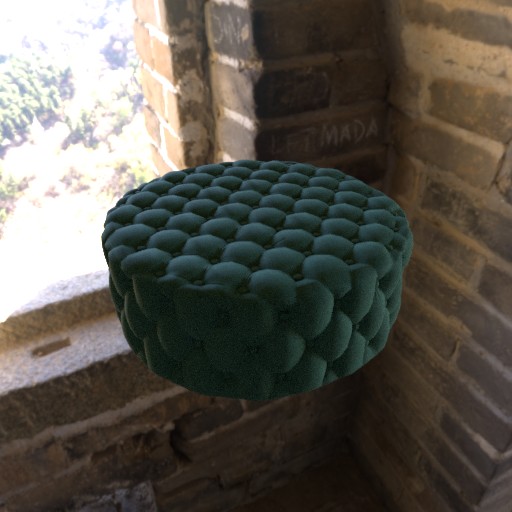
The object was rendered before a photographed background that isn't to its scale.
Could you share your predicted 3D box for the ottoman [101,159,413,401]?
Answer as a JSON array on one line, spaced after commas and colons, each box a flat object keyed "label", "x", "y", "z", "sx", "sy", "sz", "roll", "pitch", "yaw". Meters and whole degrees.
[{"label": "ottoman", "x": 0.000, "y": 0.000, "z": 1.538, "sx": 0.998, "sy": 0.399, "sz": 0.998, "roll": 0, "pitch": 31, "yaw": 0}]
